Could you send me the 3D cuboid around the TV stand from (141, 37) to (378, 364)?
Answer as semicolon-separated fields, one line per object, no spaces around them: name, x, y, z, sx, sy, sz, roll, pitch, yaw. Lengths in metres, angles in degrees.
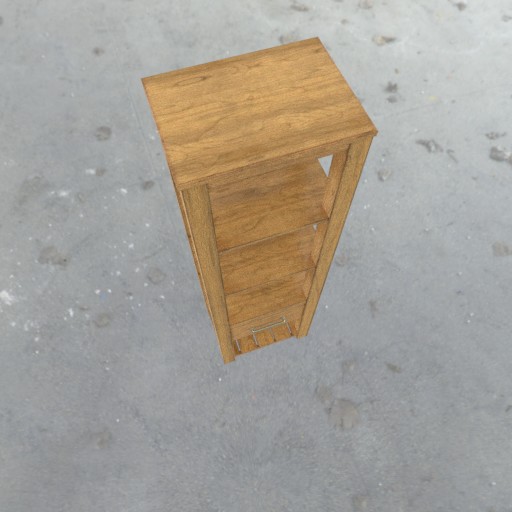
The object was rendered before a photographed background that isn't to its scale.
TV stand;0.000;0.000;2.056;0.565;1.828;0.435;-17;64;-9
